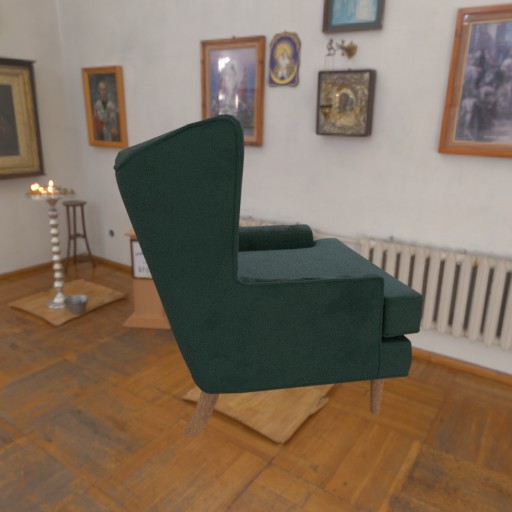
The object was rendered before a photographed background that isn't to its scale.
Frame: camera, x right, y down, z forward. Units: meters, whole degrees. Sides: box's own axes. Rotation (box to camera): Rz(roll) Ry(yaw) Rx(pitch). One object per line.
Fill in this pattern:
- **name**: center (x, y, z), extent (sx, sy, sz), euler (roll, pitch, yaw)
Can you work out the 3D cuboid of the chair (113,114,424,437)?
- **chair**: center (0.000, 0.000, 1.604), extent (0.910, 0.952, 0.793), euler (-3, 16, -10)
